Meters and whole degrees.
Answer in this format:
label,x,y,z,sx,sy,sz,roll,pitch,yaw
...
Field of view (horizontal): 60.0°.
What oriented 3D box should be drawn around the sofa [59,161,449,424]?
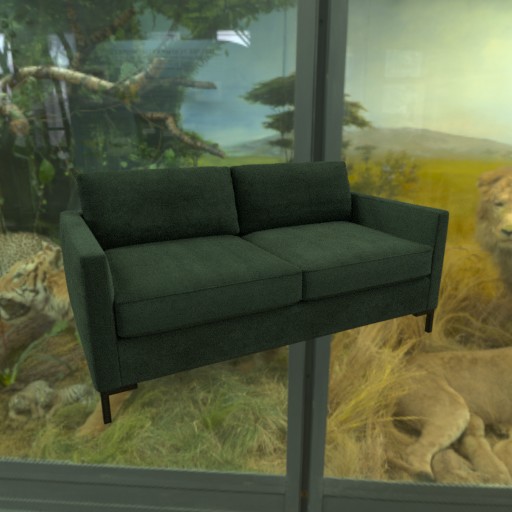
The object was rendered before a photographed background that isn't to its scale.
label,x,y,z,sx,sy,sz,roll,pitch,yaw
sofa,0.000,0.000,2.142,1.676,0.817,0.875,-8,18,-26
